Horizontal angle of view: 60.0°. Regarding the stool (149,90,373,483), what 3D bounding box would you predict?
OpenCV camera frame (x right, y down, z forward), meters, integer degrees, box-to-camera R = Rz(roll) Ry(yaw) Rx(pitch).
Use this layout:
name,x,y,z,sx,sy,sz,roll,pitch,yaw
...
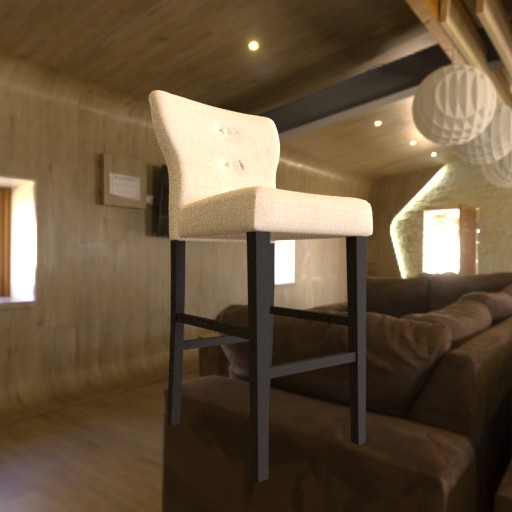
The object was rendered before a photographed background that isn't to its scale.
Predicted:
name,x,y,z,sx,sy,sz,roll,pitch,yaw
stool,0.000,0.000,1.433,0.516,1.124,0.603,0,-1,-37
